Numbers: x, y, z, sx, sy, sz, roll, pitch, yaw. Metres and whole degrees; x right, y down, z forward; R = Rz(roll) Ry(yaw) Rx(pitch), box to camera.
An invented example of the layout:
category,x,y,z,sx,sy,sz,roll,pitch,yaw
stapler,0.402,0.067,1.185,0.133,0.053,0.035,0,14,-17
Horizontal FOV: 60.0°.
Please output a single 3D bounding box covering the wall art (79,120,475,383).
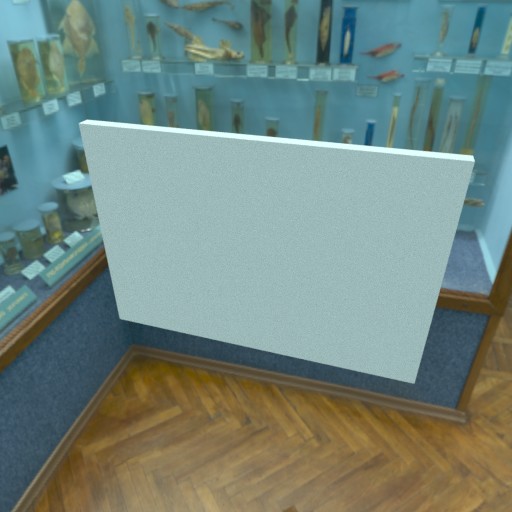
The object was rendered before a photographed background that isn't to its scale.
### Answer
category,x,y,z,sx,sy,sz,roll,pitch,yaw
wall art,0.000,0.000,1.673,1.308,0.902,0.051,9,33,15
